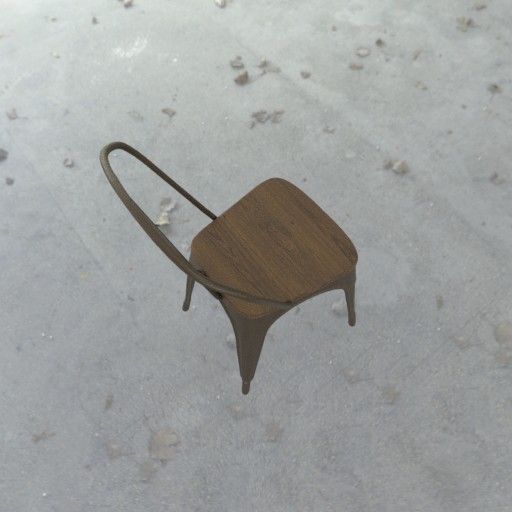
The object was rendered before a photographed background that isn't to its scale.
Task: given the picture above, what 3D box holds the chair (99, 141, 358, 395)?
[{"bbox_3d":[0.000,0.000,1.179,0.532,0.844,0.451,-33,64,-18],"label":"chair"}]
